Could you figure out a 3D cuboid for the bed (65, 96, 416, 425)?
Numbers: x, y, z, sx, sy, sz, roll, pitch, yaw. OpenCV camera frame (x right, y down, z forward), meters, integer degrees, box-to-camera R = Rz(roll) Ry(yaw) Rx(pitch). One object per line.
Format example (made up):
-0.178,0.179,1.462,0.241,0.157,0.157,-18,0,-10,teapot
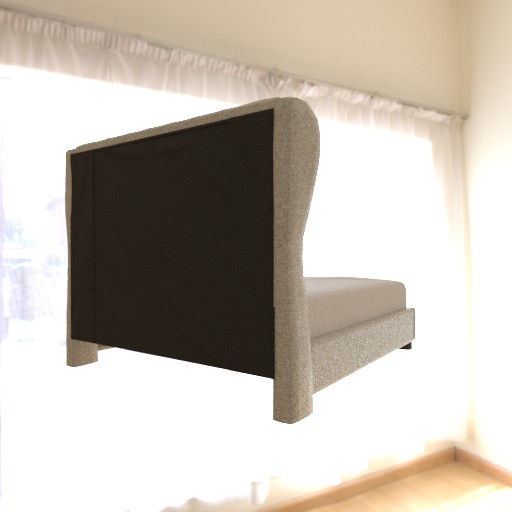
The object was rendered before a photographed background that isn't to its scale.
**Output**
0.000,0.000,3.910,2.219,1.771,2.347,0,1,36,bed
